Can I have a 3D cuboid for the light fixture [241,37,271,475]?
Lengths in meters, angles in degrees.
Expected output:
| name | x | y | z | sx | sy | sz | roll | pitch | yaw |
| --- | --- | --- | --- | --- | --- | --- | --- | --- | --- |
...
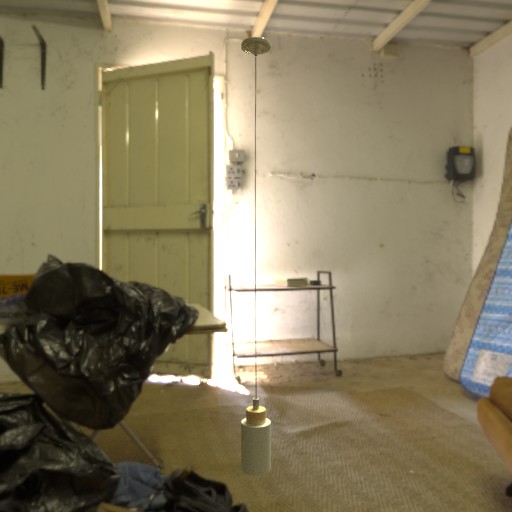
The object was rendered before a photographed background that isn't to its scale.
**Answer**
| name | x | y | z | sx | sy | sz | roll | pitch | yaw |
| --- | --- | --- | --- | --- | --- | --- | --- | --- | --- |
| light fixture | 0.000 | 0.000 | 1.879 | 0.125 | 1.798 | 0.125 | 0 | 0 | -36 |
